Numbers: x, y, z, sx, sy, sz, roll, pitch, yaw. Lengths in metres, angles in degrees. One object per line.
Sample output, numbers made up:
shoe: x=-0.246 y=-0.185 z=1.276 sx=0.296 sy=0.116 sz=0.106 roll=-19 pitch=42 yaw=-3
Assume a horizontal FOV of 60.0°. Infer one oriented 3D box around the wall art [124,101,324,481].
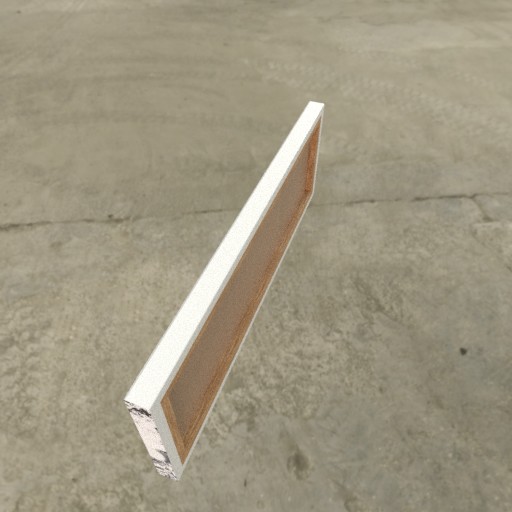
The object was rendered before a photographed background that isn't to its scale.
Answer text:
wall art: x=0.000 y=0.000 z=0.848 sx=0.036 sy=0.256 sz=0.766 roll=16 pitch=48 yaw=14
